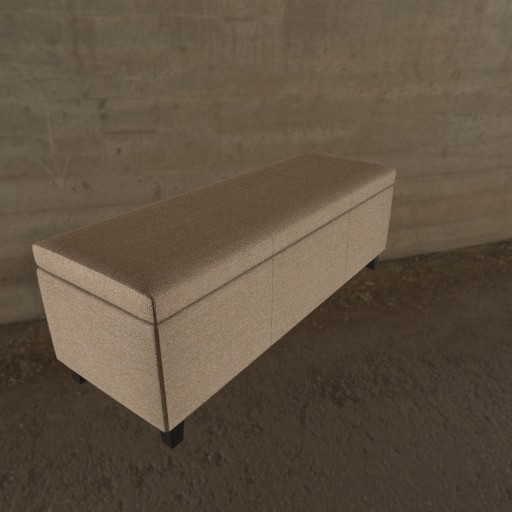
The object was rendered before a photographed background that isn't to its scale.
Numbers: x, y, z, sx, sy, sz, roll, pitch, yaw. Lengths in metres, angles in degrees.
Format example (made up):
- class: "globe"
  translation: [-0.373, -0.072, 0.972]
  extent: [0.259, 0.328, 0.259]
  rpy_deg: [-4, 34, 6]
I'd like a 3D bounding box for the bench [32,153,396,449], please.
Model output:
- class: "bench"
  translation: [0.000, 0.000, 1.483]
  extent: [0.446, 0.438, 1.269]
  rpy_deg: [18, 31, 33]
